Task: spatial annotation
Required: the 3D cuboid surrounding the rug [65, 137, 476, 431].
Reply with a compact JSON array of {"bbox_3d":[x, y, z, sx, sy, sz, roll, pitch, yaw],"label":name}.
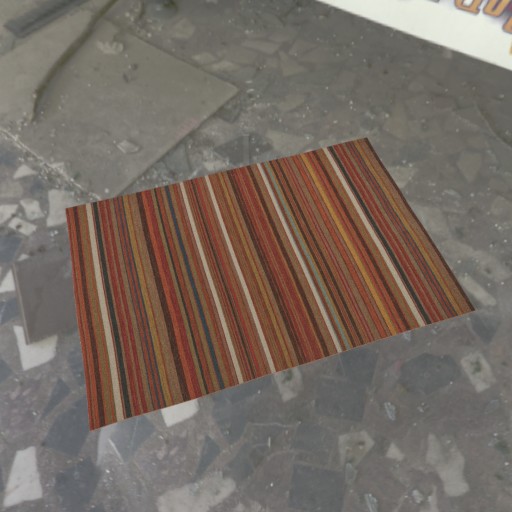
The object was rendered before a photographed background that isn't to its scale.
[{"bbox_3d":[0.000,0.000,2.282,1.828,0.007,1.217,-15,60,-9],"label":"rug"}]
